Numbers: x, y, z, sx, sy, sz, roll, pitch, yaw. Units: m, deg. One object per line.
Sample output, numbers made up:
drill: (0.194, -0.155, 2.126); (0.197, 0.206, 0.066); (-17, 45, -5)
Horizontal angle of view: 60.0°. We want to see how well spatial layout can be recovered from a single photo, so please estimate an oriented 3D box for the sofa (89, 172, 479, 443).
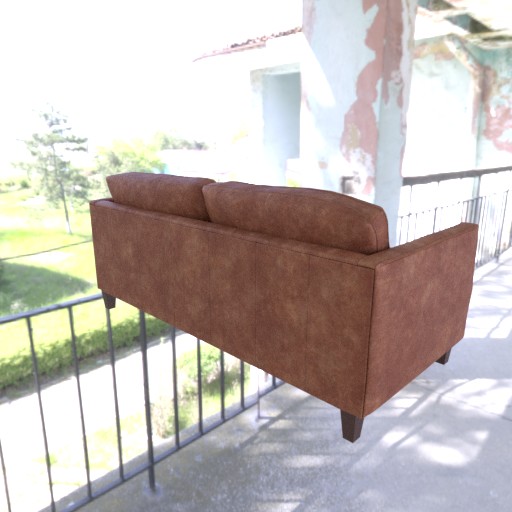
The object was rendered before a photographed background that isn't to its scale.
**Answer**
sofa: (0.000, 0.000, 2.387); (1.971, 0.863, 0.923); (14, 21, 43)
